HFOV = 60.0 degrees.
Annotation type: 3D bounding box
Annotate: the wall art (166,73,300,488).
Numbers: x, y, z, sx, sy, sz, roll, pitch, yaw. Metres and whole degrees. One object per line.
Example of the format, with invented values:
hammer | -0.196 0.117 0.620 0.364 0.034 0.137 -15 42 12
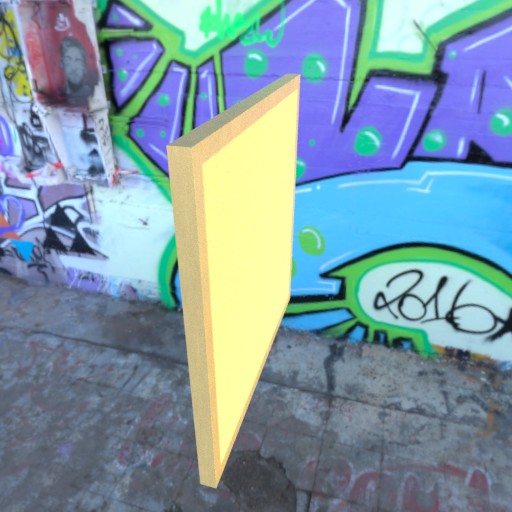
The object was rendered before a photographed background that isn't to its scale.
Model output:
wall art | 0.000 0.000 2.835 0.097 1.936 1.935 8 31 14
